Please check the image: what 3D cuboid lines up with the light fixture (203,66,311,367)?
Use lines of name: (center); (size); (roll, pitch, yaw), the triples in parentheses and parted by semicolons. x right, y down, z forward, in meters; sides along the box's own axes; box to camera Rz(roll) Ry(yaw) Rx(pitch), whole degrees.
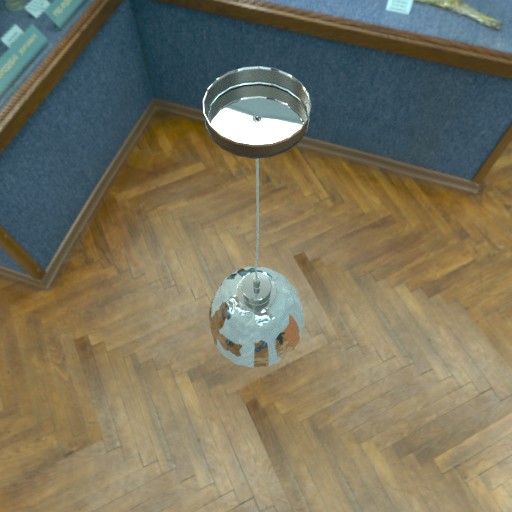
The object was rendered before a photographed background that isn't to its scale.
light fixture: (0.000, 0.000, 1.697); (0.496, 1.511, 0.500); (19, 64, 10)
